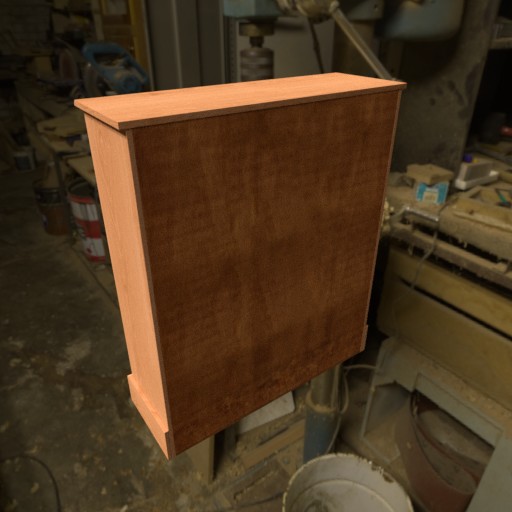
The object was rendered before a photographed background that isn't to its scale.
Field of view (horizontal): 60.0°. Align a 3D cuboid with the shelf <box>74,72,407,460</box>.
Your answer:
[{"bbox_3d":[0.000,0.000,1.383,0.840,0.980,0.291,-19,35,-30],"label":"shelf"}]
